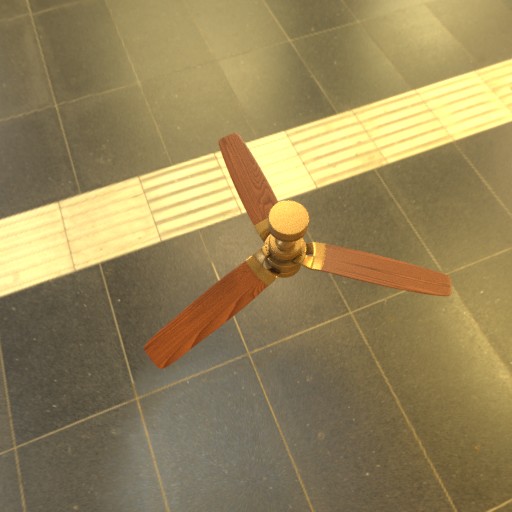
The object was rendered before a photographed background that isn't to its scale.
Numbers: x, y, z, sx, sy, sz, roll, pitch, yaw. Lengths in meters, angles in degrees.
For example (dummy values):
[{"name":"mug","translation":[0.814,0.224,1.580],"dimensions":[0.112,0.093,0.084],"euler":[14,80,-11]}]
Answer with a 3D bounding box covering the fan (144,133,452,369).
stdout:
[{"name":"fan","translation":[0.000,0.000,2.019],"dimensions":[1.271,0.425,1.416],"euler":[-38,69,-18]}]
